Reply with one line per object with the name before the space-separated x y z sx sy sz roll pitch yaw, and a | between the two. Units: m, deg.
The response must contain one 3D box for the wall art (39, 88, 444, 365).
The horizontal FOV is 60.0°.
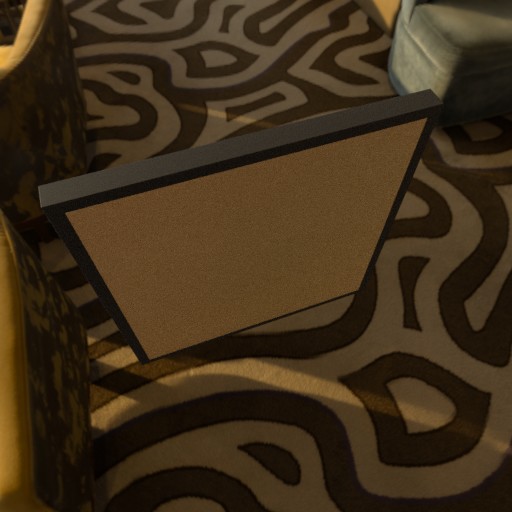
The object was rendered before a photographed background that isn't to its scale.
wall art | 0.000 0.000 0.749 0.508 0.507 0.033 -17 59 -11
